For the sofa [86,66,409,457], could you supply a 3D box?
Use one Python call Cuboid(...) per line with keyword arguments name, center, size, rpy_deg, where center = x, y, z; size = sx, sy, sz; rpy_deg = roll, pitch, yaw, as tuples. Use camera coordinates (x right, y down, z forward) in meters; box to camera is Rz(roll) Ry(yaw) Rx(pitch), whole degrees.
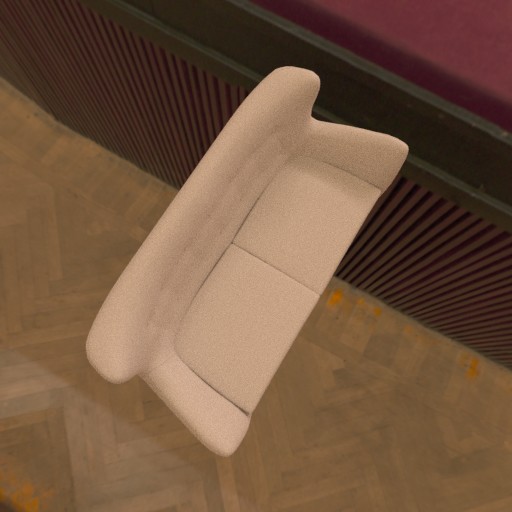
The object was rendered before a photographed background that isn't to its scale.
Cuboid(name="sofa", center=(0.000, 0.000, 2.511), size=(0.899, 0.890, 1.930), rpy_deg=(31, 78, 7))
